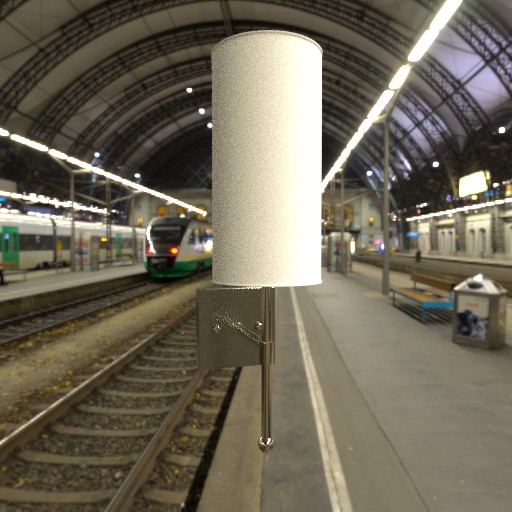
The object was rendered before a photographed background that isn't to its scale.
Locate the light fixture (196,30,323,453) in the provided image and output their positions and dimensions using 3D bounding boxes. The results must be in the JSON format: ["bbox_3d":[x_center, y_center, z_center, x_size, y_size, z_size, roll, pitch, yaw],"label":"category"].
[{"bbox_3d":[0.000,0.000,0.556,0.128,0.462,0.208,0,2,-18],"label":"light fixture"}]
